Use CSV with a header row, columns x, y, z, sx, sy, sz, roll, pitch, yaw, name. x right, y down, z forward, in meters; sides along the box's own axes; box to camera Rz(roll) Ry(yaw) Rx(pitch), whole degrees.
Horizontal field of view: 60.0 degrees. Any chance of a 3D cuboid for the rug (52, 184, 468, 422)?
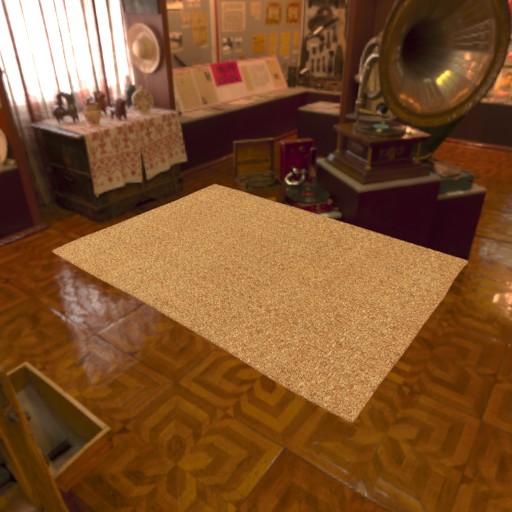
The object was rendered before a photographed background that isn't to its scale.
x,y,z,sx,sy,sz,roll,pitch,yaw,name
0.000,0.000,2.764,2.141,0.013,1.566,21,36,32,rug
